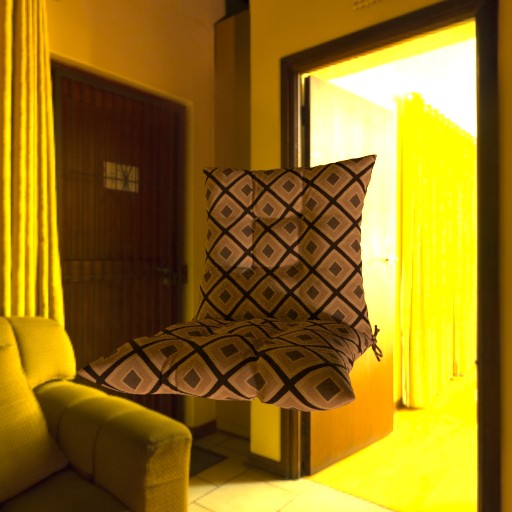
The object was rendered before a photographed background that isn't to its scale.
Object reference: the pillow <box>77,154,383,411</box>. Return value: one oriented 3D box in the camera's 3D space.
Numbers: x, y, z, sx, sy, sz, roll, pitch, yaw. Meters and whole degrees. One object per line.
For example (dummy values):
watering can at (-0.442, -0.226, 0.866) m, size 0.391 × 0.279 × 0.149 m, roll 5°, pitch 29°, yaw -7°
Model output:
pillow at (0.000, 0.000, 1.007) m, size 0.541 × 0.536 × 0.585 m, roll 0°, pitch 0°, yaw 19°
